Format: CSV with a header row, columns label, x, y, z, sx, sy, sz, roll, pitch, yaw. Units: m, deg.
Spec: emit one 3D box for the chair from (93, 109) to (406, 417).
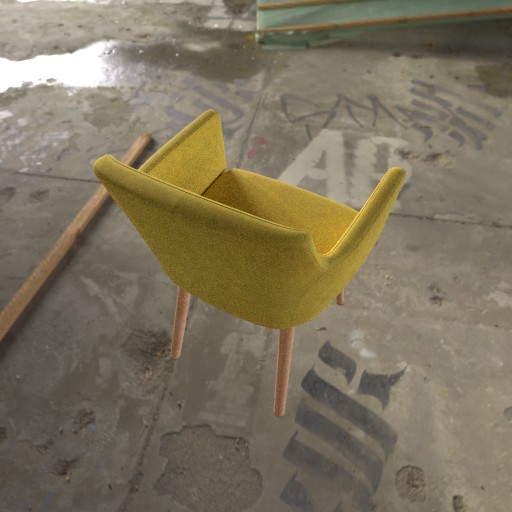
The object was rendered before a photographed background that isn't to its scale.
label,x,y,z,sx,sy,sz,roll,pitch,yaw
chair,0.000,0.000,1.190,0.570,0.780,0.570,23,52,20
